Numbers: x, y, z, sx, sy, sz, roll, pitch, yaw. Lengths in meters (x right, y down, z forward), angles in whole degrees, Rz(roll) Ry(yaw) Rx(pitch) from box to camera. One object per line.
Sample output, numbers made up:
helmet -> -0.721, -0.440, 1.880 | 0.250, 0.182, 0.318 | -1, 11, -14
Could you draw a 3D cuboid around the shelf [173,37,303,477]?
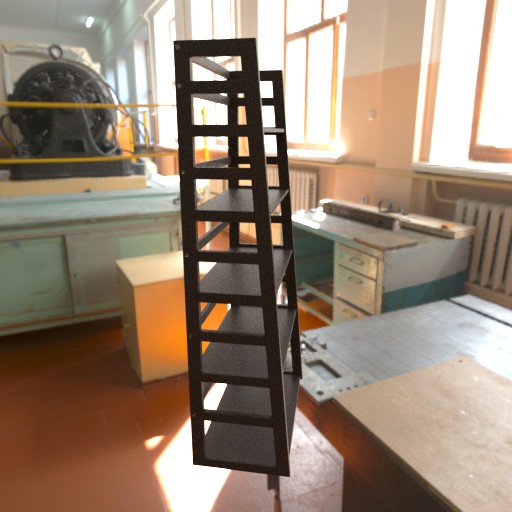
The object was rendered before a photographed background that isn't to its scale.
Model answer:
shelf -> 0.000, 0.000, 1.939 | 0.403, 1.600, 0.763 | 3, 16, 9
